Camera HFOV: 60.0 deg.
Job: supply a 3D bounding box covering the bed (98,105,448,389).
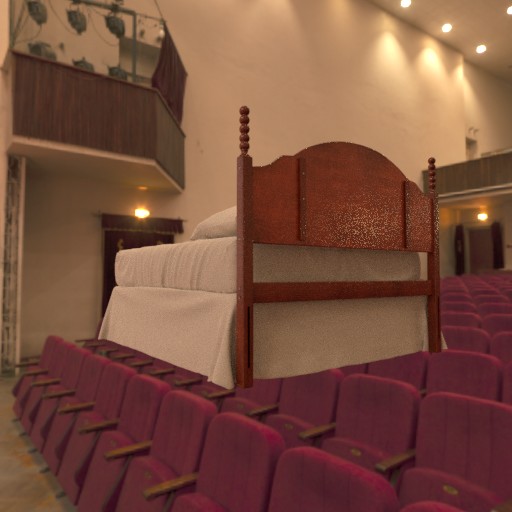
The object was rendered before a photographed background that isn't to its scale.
[{"bbox_3d":[0.000,0.000,3.391,1.873,1.356,2.040,2,-3,-36],"label":"bed"}]
